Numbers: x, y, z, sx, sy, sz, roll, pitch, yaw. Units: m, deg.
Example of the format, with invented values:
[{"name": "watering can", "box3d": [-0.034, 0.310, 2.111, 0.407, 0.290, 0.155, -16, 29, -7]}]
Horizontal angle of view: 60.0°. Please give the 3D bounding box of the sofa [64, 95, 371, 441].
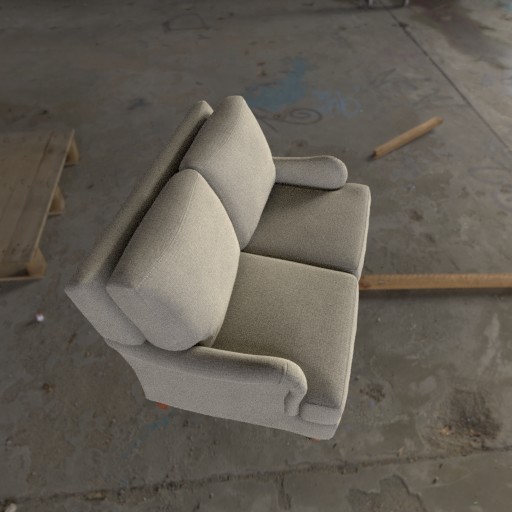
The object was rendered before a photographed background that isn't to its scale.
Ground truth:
[{"name": "sofa", "box3d": [0.000, 0.000, 2.257, 1.087, 0.999, 1.480, 11, 48, 10]}]
